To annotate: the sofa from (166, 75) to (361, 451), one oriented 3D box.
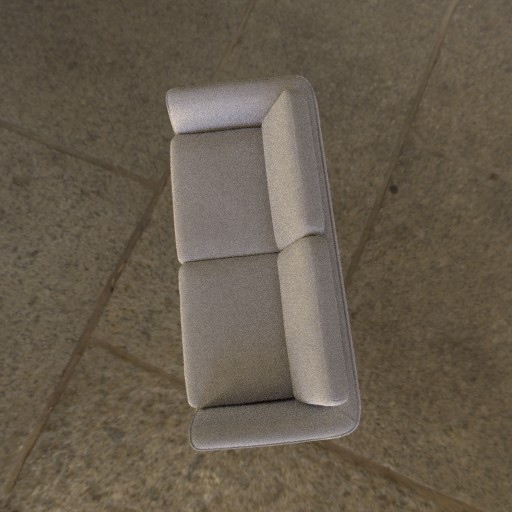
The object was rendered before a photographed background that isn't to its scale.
[{"bbox_3d":[0.000,0.000,2.548,0.920,0.850,2.000,-6,78,-1],"label":"sofa"}]
